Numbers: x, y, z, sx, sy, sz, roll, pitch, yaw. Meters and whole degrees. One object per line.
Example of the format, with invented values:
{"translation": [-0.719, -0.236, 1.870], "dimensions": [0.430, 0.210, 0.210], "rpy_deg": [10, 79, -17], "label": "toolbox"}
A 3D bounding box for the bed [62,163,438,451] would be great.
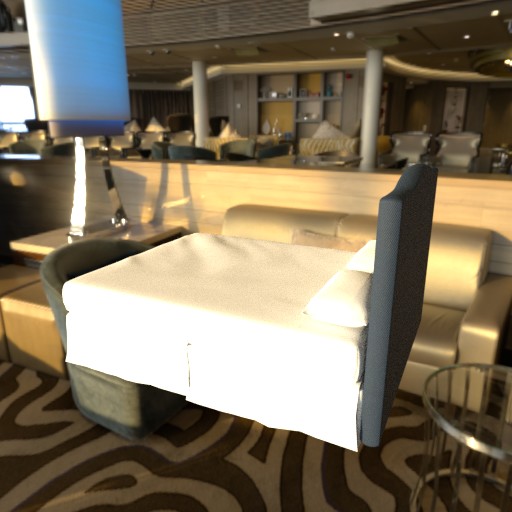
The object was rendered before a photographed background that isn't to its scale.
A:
{"translation": [0.000, 0.000, 3.334], "dimensions": [2.282, 1.436, 1.821], "rpy_deg": [8, 18, 25], "label": "bed"}
